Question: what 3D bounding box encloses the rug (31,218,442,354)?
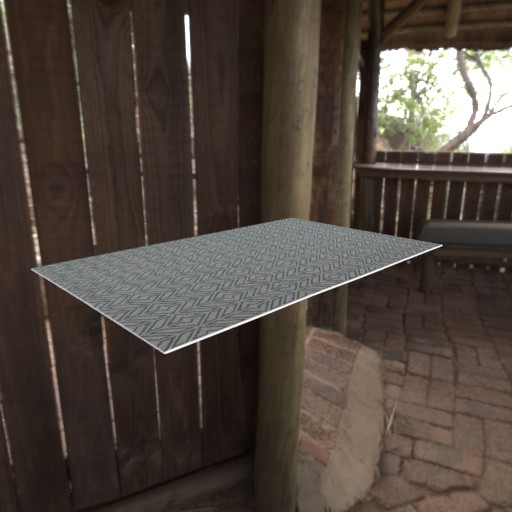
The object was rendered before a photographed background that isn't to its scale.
[{"bbox_3d":[0.000,0.000,3.046,2.435,0.011,1.517,-15,21,-42],"label":"rug"}]
